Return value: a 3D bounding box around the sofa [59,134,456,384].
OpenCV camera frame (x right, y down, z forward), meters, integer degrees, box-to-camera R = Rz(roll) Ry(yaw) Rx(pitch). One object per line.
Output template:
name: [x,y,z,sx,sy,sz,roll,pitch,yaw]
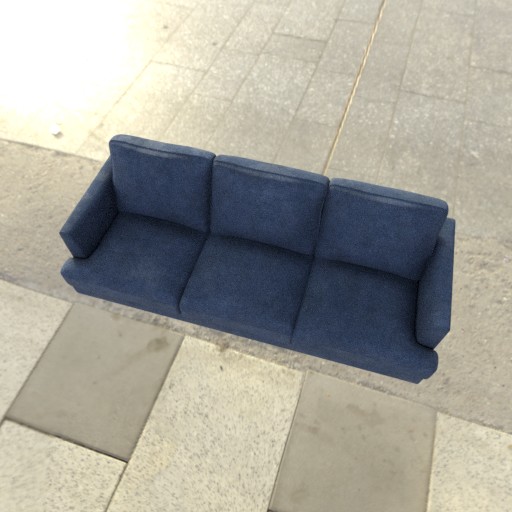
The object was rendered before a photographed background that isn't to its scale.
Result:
sofa: [0.000,0.000,2.723,2.246,0.930,0.903,13,57,9]
